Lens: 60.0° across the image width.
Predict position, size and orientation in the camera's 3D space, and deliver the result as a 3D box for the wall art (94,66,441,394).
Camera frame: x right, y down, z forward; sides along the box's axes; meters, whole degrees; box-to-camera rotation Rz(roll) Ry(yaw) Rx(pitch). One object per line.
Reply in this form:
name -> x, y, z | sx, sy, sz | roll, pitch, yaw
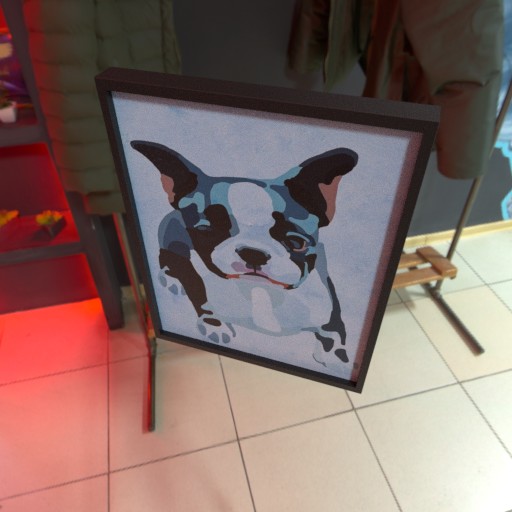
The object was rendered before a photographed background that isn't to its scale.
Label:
wall art -> 0.000, 0.000, 0.493 | 0.294, 0.369, 0.030 | 12, 43, 13
